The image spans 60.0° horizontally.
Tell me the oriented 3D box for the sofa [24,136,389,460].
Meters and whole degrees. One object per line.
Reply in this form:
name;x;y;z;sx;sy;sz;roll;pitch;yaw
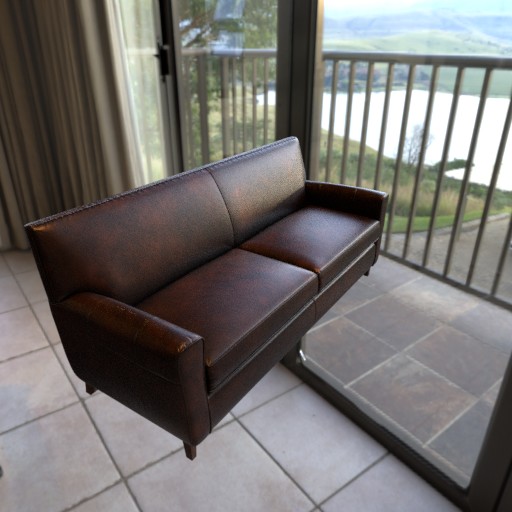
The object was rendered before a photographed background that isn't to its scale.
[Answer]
sofa;0.000;0.000;2.405;0.786;0.871;1.995;17;31;31
